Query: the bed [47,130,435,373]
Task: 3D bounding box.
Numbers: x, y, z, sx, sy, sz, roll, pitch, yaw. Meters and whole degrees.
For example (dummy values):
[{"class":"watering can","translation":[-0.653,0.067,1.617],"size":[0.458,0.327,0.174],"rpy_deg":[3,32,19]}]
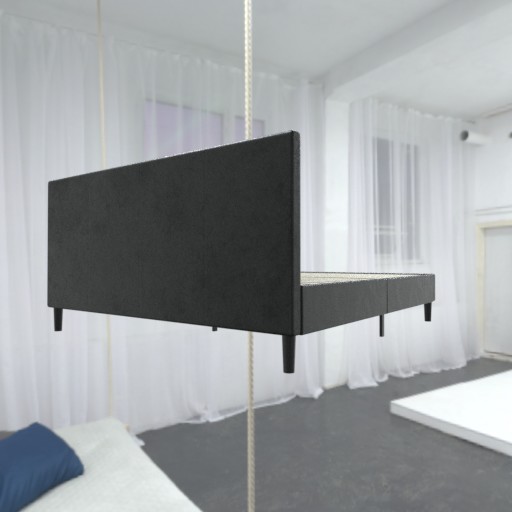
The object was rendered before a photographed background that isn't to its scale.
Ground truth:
[{"class":"bed","translation":[0.000,0.000,3.333],"size":[2.018,1.046,2.152],"rpy_deg":[-1,-1,37]}]
